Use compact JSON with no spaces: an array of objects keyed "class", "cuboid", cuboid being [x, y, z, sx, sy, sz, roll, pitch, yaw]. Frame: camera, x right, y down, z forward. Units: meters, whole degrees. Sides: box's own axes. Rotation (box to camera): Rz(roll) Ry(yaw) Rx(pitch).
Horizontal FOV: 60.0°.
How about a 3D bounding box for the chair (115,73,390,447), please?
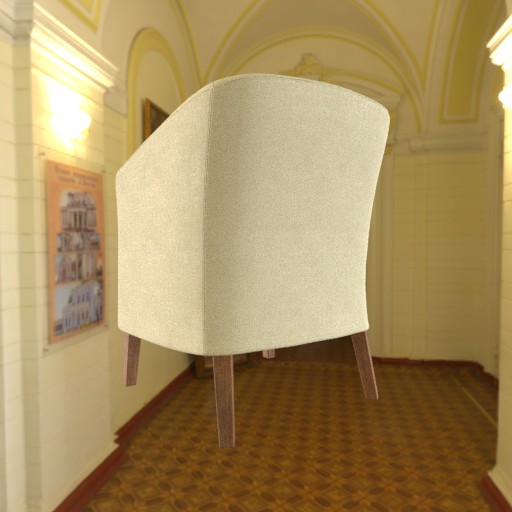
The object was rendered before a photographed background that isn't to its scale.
[{"class":"chair","cuboid":[0.000,0.000,1.313,0.643,0.822,0.657,-2,3,-36]}]
